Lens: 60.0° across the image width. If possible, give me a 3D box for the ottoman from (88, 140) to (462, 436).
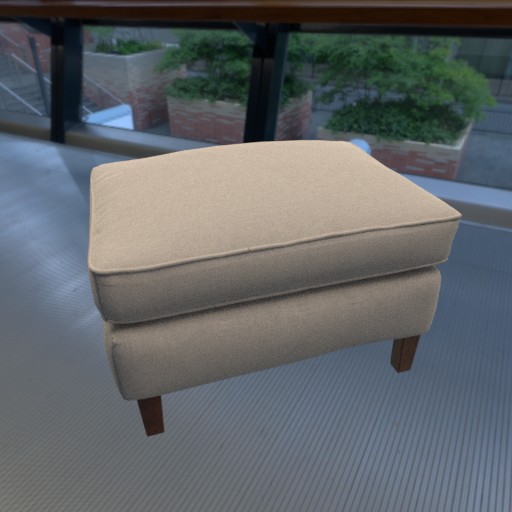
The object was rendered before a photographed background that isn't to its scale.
[{"bbox_3d":[0.000,0.000,0.987,0.665,0.456,0.501,-9,33,-14],"label":"ottoman"}]
